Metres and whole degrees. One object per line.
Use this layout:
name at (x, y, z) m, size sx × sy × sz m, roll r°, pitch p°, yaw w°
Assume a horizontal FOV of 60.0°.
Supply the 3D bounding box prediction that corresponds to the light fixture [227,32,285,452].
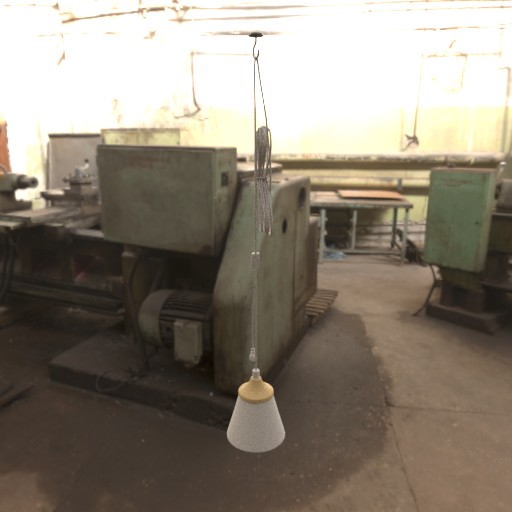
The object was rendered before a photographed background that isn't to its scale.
light fixture at (0.000, 0.000, 1.054) m, size 0.153 × 0.966 × 0.153 m, roll 2°, pitch 14°, yaw 8°
